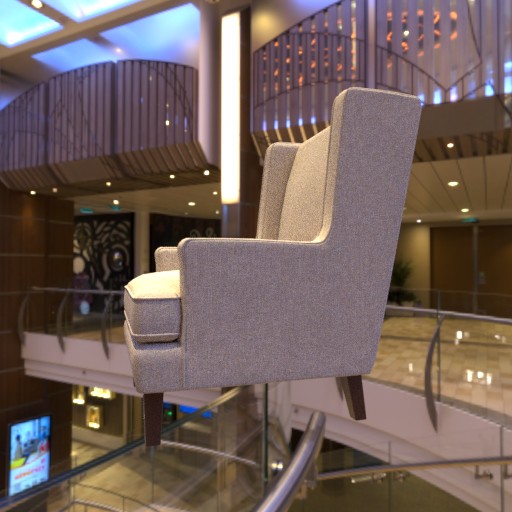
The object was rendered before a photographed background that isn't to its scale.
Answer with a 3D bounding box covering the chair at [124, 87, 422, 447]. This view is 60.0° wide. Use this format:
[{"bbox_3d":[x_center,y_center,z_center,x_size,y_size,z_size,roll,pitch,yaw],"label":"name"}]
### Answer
[{"bbox_3d":[0.000,0.000,1.698,0.948,1.082,0.764,0,-1,-18],"label":"chair"}]
